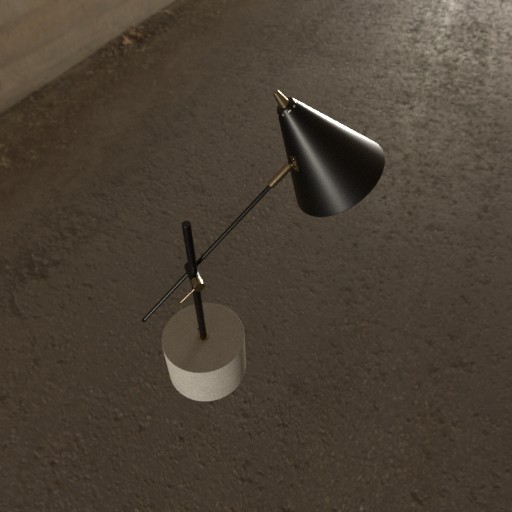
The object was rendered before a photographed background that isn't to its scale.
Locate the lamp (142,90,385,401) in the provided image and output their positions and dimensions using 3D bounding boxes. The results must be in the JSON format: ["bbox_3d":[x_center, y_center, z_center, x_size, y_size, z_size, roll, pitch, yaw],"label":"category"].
[{"bbox_3d":[0.000,0.000,0.735,0.403,0.518,0.214,-10,47,-9],"label":"lamp"}]
